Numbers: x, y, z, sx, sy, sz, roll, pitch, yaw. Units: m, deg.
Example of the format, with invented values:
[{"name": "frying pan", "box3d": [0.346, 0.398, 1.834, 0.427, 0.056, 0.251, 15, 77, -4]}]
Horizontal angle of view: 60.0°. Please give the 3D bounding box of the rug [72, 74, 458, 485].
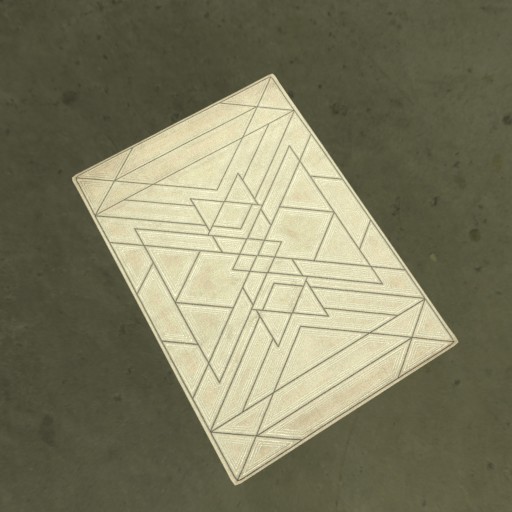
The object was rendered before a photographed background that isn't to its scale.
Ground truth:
[{"name": "rug", "box3d": [0.000, 0.000, 4.364, 2.436, 0.026, 3.381, -30, 78, -7]}]
